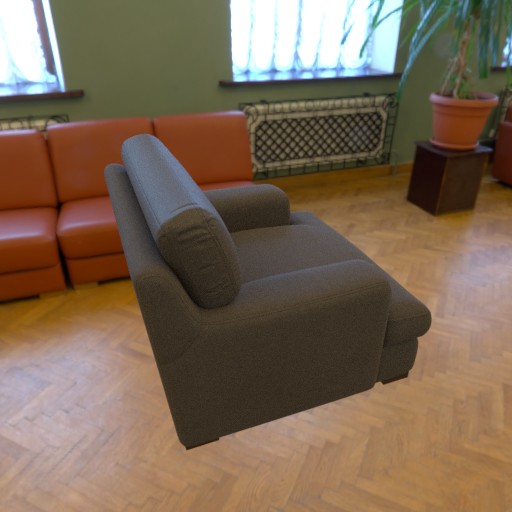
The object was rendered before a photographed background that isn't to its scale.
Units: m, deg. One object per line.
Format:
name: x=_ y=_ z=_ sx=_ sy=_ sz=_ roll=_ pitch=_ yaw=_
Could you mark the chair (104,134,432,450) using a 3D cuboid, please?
chair: x=0.000 y=0.000 z=1.997 sx=1.143 sy=0.940 sz=1.168 roll=-11 pitch=31 yaw=-18
